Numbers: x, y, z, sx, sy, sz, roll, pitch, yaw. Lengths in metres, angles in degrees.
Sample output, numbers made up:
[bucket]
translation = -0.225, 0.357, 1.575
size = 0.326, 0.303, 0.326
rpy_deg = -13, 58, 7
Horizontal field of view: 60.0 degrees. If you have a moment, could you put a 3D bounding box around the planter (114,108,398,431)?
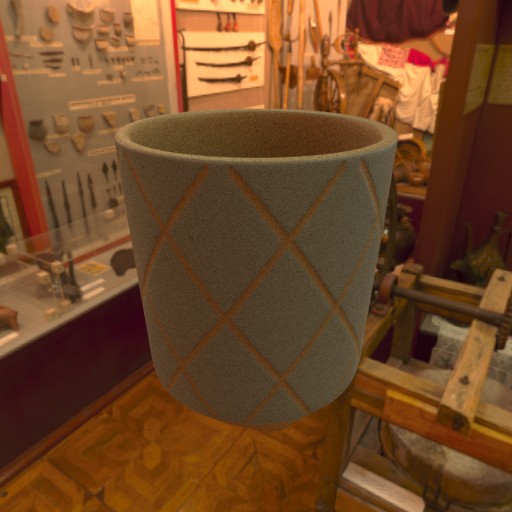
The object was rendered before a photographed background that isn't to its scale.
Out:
[planter]
translation = 0.000, 0.000, 0.353
size = 0.191, 0.200, 0.191
rpy_deg = 0, 26, 0
